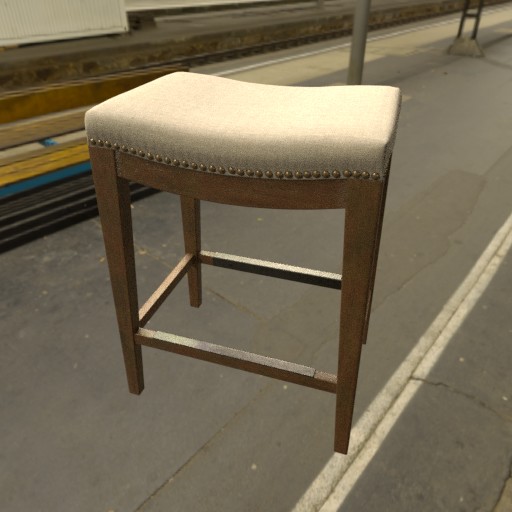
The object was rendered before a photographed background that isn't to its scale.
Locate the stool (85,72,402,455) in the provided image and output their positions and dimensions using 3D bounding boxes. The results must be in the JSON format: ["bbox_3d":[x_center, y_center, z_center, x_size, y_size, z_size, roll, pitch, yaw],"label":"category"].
[{"bbox_3d":[0.000,0.000,0.934,0.508,0.660,0.356,10,35,15],"label":"stool"}]
